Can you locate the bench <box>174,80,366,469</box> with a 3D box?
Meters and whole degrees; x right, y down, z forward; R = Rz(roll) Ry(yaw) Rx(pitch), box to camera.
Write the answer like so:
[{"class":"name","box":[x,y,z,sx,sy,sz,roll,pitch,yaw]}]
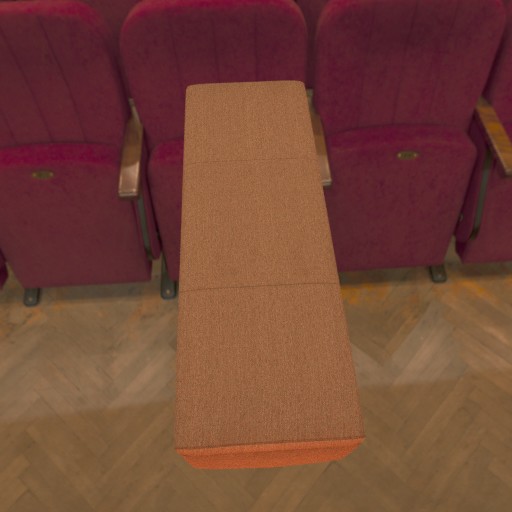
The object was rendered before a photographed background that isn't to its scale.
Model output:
[{"class":"bench","box":[0.000,0.000,1.485,0.446,0.438,1.269,-3,59,-2]}]
